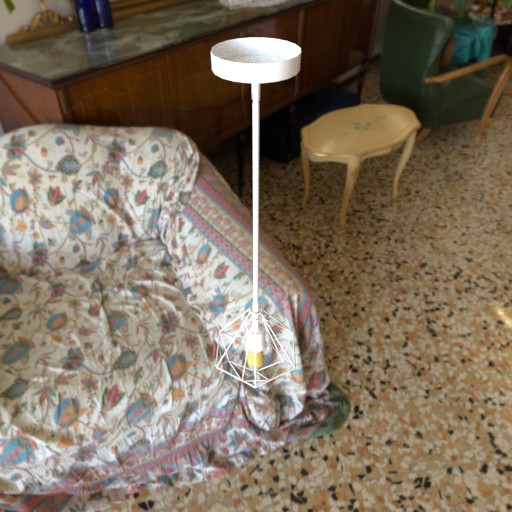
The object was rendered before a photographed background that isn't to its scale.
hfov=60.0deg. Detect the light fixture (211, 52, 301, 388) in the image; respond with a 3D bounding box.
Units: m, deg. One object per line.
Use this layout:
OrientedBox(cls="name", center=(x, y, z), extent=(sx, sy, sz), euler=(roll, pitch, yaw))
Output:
OrientedBox(cls="light fixture", center=(0.000, 0.000, 2.016), extent=(0.431, 1.764, 0.487), euler=(1, 40, 1))
